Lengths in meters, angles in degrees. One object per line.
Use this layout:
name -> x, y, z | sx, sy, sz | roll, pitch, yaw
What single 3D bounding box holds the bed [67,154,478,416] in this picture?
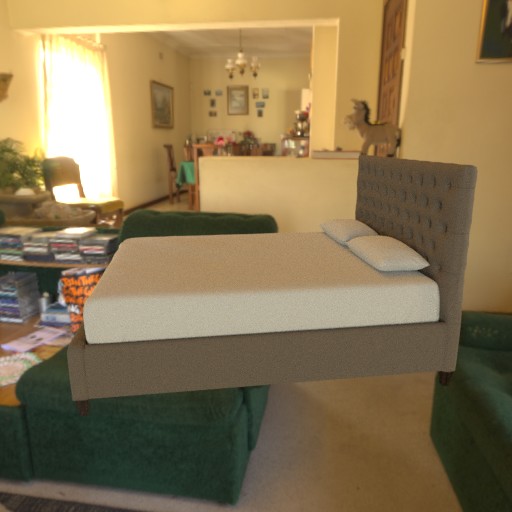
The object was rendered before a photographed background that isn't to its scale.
bed -> 0.000, 0.000, 3.352 | 2.387, 1.427, 1.698 | -2, 15, -8
